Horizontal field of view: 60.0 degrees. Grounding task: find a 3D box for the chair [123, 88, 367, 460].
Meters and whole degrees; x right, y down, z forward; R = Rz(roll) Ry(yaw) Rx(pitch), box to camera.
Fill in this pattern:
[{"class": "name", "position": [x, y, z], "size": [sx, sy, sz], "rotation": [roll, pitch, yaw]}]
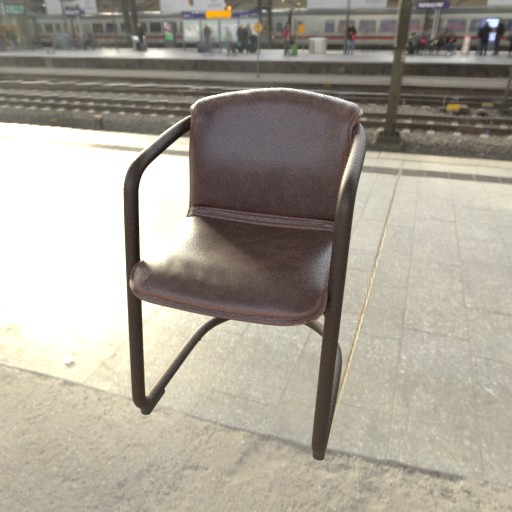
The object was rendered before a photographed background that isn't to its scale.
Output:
[{"class": "chair", "position": [0.000, 0.000, 1.240], "size": [0.536, 0.836, 0.664], "rotation": [8, 28, 16]}]
